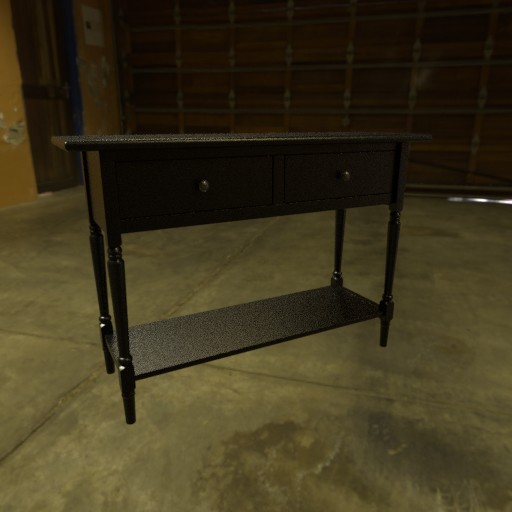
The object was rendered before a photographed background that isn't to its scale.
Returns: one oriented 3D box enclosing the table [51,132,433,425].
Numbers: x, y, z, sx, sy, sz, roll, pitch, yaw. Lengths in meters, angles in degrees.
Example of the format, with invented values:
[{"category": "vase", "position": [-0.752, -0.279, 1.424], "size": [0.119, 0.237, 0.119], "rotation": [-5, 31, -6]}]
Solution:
[{"category": "table", "position": [0.000, 0.000, 1.553], "size": [1.191, 0.819, 0.386], "rotation": [-9, 19, -27]}]
